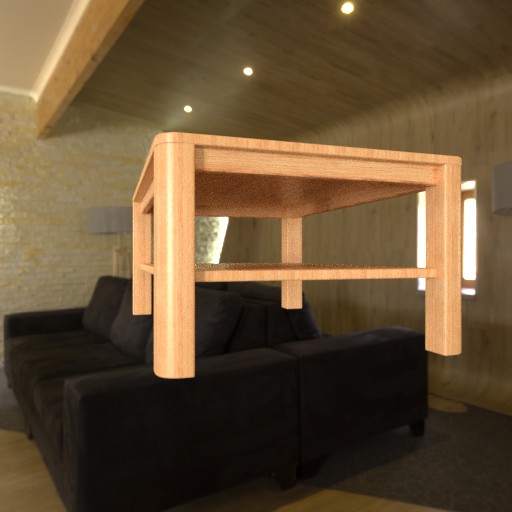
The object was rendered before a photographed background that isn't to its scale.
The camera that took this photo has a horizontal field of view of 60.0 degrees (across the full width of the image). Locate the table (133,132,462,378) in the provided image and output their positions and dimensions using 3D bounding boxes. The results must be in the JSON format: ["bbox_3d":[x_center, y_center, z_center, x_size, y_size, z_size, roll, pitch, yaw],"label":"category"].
[{"bbox_3d":[0.000,0.000,1.369,0.696,0.445,0.997,0,0,-18],"label":"table"}]
